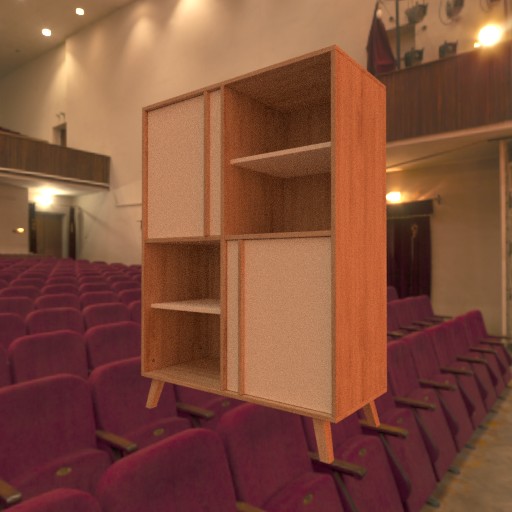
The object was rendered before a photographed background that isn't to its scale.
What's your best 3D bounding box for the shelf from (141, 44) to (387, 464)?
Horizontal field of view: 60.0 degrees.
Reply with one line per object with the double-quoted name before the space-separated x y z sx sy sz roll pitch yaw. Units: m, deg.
"shelf" 0.000 0.000 1.937 1.000 1.390 0.450 -1 -1 37
